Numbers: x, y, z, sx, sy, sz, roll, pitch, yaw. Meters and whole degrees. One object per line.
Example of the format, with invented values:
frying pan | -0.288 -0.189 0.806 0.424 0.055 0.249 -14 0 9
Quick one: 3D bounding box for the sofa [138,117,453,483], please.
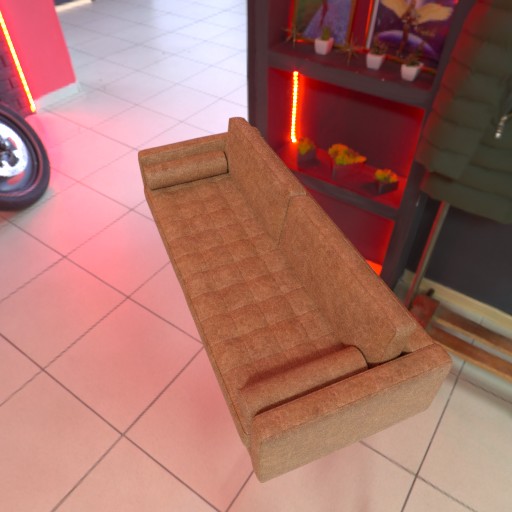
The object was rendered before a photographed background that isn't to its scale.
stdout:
sofa | 0.000 0.000 2.581 0.919 0.770 2.200 -16 47 -16
